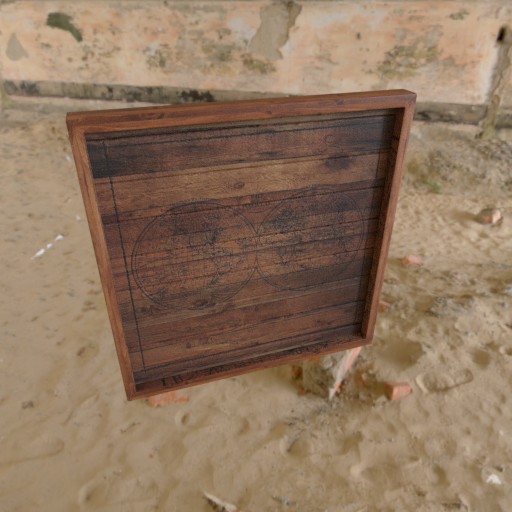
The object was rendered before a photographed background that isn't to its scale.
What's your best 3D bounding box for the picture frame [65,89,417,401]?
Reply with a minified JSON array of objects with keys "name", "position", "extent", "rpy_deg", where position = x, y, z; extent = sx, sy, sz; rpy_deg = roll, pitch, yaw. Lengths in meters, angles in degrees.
[{"name":"picture frame","position":[0.000,0.000,0.529],"extent":[0.352,0.356,0.028],"rpy_deg":[-9,33,-15]}]
